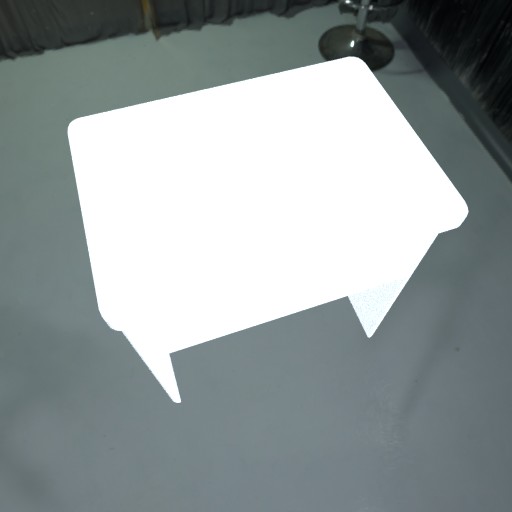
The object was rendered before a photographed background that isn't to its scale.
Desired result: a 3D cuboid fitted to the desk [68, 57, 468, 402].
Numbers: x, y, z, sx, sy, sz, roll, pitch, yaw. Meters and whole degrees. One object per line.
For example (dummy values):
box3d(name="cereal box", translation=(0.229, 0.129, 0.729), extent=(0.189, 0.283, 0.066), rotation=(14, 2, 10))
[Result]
box3d(name="desk", translation=(0.000, 0.000, 1.322), extent=(0.762, 0.800, 0.549), rotation=(-16, 61, -9))
